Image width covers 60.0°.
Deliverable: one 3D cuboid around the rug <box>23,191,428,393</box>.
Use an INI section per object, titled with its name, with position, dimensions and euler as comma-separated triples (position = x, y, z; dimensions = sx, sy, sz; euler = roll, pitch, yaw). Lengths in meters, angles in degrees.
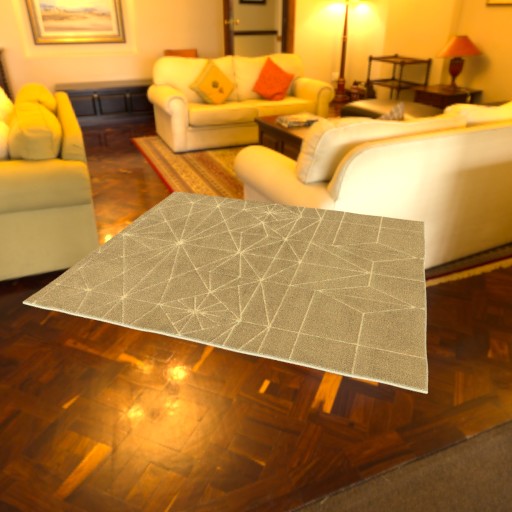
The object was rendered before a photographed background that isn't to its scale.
[rug]
position = 0.000, 0.000, 0.876
dimensions = 0.639, 0.006, 0.548
euler = 9, 30, 16
